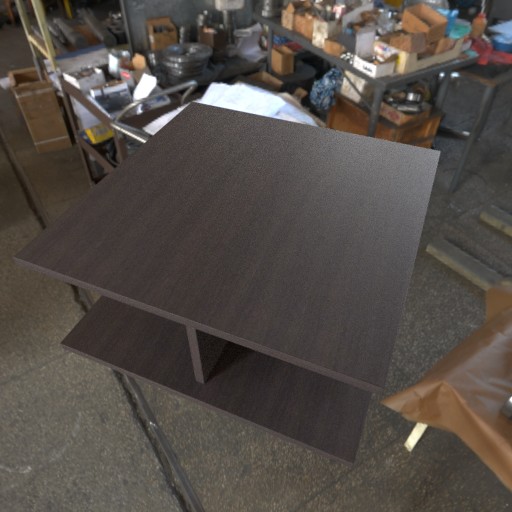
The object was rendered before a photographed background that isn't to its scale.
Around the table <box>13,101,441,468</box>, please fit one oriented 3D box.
[{"bbox_3d":[0.000,0.000,1.191,0.762,0.396,0.762,17,47,16],"label":"table"}]
